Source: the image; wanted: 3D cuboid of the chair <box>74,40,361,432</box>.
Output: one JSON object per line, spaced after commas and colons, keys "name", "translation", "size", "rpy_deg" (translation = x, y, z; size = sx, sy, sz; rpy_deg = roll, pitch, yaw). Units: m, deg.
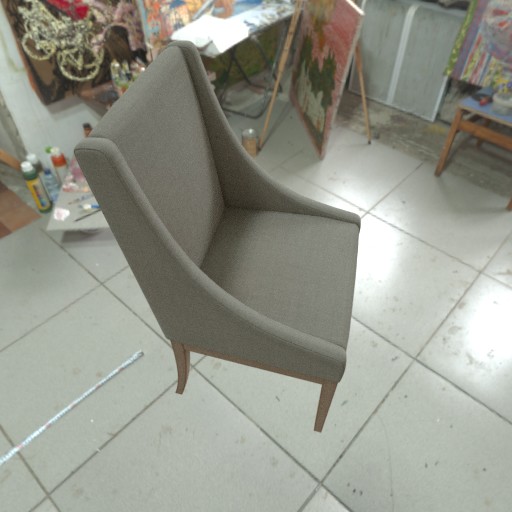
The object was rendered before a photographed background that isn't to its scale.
{"name": "chair", "translation": [0.000, 0.000, 1.335], "size": [0.611, 1.021, 0.575], "rpy_deg": [10, 48, 9]}
